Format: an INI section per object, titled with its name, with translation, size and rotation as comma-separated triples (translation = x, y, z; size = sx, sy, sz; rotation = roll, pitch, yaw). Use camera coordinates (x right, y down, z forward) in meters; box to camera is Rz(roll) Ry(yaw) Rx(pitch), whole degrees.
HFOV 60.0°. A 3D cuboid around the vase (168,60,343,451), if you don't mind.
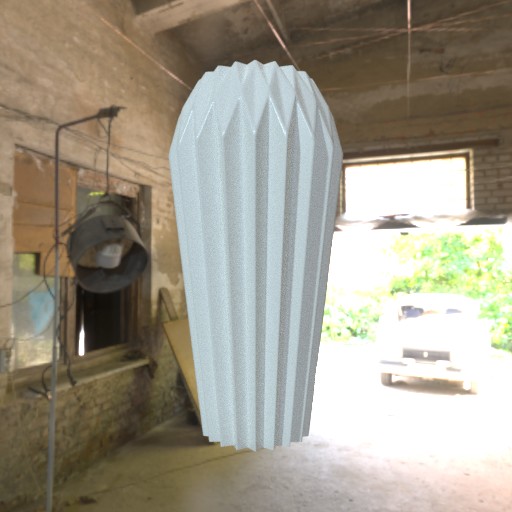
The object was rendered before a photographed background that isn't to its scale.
[vase]
translation = 0.000, 0.000, 0.339
size = 0.133, 0.263, 0.133
rotation = 0, -2, 0
